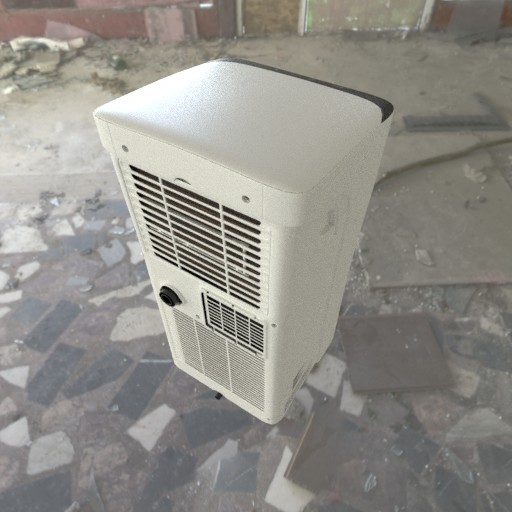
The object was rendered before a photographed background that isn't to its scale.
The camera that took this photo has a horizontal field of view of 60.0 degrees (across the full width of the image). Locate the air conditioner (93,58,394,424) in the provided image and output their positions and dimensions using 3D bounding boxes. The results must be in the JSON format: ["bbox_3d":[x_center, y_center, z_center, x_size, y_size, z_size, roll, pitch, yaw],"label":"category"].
[{"bbox_3d":[0.000,0.000,0.912,0.352,0.716,0.369,25,52,22],"label":"air conditioner"}]
